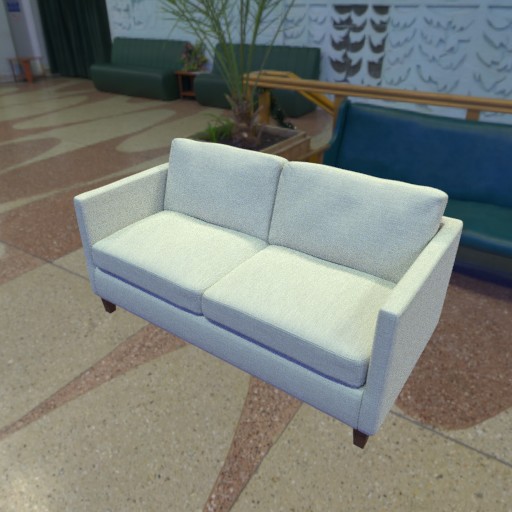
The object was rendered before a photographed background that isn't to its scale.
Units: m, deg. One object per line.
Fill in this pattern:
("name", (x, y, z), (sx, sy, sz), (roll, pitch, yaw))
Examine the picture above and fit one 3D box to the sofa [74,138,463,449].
("sofa", (0.000, 0.000, 2.416), (1.838, 0.963, 0.950), (19, 35, 30))
